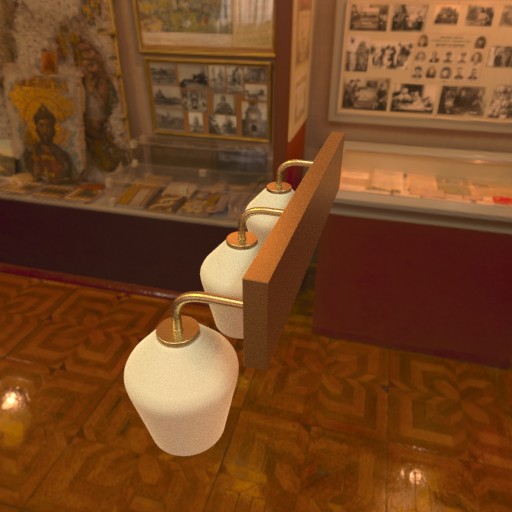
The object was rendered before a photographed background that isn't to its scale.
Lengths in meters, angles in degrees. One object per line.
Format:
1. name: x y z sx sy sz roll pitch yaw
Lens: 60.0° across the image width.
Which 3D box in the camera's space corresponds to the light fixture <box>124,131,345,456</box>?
1. light fixture: 0.000 0.000 0.724 0.190 0.280 0.609 9 32 15
